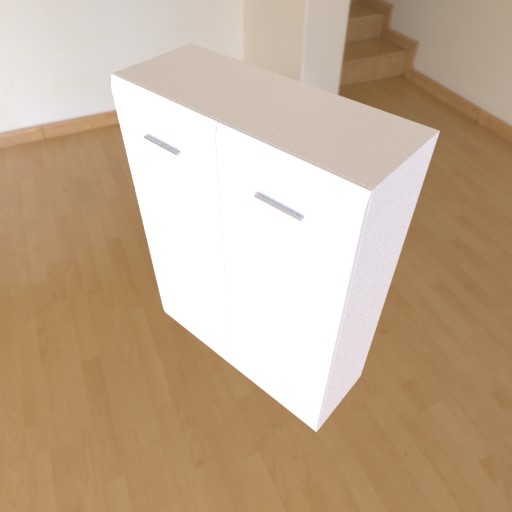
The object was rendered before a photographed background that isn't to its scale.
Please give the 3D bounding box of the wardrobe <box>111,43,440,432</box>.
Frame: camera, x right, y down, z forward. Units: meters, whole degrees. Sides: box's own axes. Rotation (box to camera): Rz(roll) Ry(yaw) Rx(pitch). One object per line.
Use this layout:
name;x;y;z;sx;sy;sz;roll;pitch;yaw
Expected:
wardrobe;0.000;0.000;1.638;0.900;1.200;0.360;32;53;28
